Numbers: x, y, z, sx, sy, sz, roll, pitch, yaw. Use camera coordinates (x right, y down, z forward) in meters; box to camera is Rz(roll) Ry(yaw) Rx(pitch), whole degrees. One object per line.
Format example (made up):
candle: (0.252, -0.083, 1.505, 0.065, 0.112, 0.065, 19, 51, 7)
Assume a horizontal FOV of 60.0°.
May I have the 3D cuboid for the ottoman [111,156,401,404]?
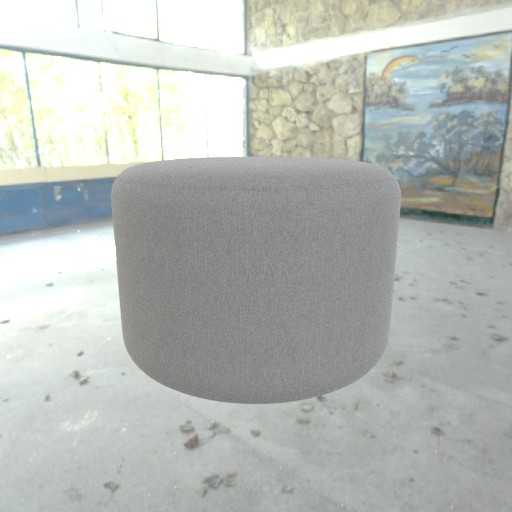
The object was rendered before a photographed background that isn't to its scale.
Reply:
ottoman: (0.000, 0.000, 1.011, 0.608, 0.433, 0.608, 0, 15, 0)
